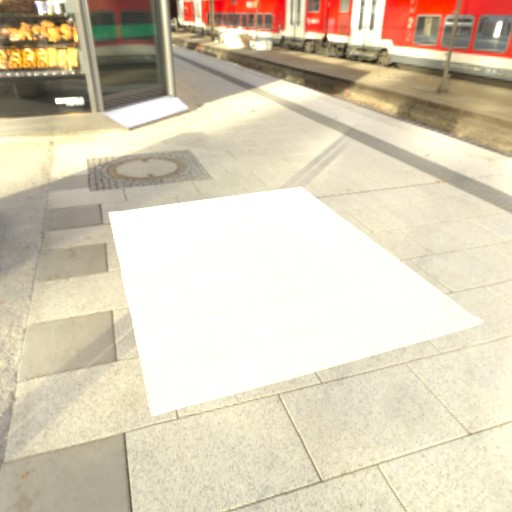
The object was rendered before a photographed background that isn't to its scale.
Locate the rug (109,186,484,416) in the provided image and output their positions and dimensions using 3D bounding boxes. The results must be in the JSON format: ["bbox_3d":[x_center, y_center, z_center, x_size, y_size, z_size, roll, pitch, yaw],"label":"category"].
[{"bbox_3d":[0.000,0.000,3.891,2.277,0.035,2.897,-10,31,-18],"label":"rug"}]
